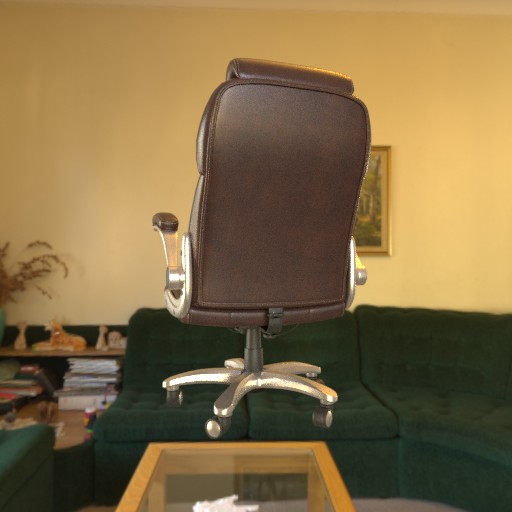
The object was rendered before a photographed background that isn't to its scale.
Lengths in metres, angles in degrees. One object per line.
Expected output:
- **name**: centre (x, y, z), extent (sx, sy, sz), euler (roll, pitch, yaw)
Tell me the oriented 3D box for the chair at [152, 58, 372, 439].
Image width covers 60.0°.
- **chair**: centre (0.000, 0.000, 1.652), extent (0.733, 1.160, 0.774), euler (0, 0, -19)
